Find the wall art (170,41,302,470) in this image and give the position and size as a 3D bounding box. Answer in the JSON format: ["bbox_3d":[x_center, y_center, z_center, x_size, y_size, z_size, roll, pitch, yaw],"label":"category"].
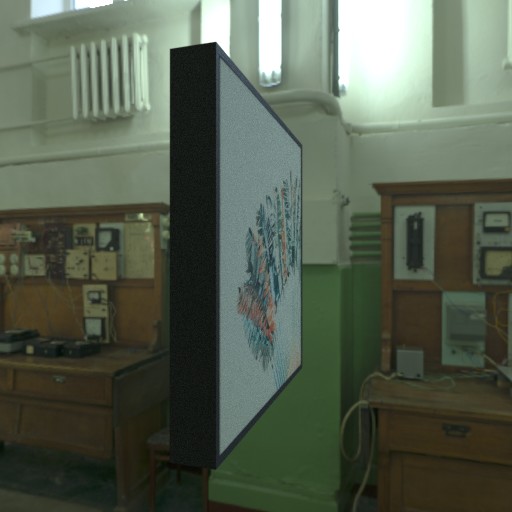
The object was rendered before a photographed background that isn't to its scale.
[{"bbox_3d":[0.000,0.000,0.460,0.036,0.300,0.302,0,0,17],"label":"wall art"}]
